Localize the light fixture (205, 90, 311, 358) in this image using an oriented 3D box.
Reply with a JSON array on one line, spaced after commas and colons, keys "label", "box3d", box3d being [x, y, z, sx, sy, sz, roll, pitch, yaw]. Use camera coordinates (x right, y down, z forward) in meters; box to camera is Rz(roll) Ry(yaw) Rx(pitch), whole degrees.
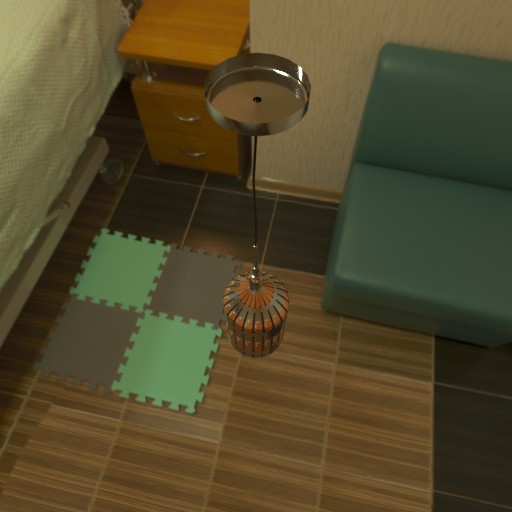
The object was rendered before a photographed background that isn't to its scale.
[{"label": "light fixture", "box3d": [0.000, 0.000, 1.686, 0.303, 1.535, 0.303, 0, 59, 0]}]
